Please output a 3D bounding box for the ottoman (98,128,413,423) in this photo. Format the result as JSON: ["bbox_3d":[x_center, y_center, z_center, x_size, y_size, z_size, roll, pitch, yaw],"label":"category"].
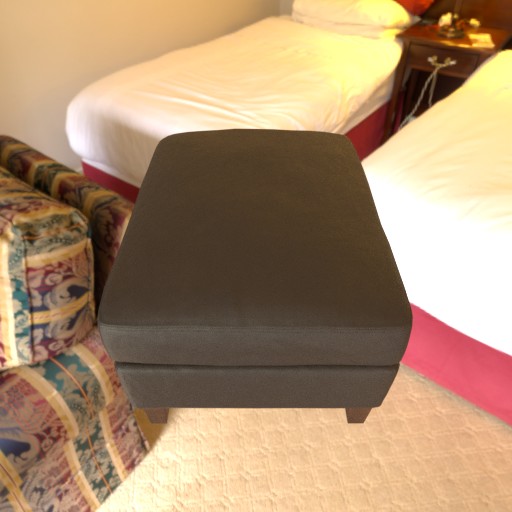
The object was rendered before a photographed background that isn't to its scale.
[{"bbox_3d":[0.000,0.000,1.306,0.659,0.529,0.887,0,41,0],"label":"ottoman"}]
